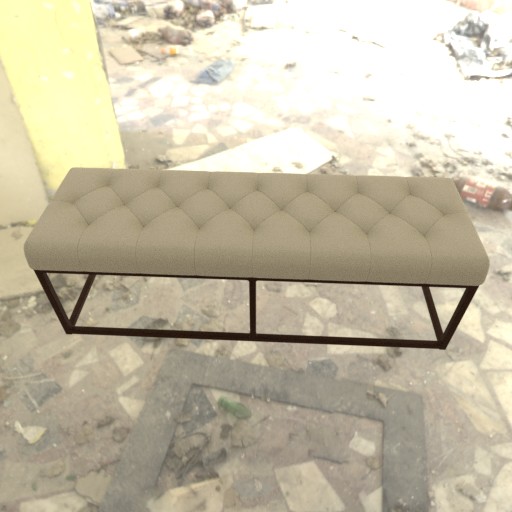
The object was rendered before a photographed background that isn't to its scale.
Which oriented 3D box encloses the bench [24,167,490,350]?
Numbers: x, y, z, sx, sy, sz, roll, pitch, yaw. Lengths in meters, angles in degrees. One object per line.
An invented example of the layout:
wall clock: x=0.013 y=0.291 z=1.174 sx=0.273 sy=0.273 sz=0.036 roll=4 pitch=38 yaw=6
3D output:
bench: x=0.000 y=0.000 z=1.693 sx=1.488 sy=0.488 sz=0.479 roll=2 pitch=45 yaw=2
